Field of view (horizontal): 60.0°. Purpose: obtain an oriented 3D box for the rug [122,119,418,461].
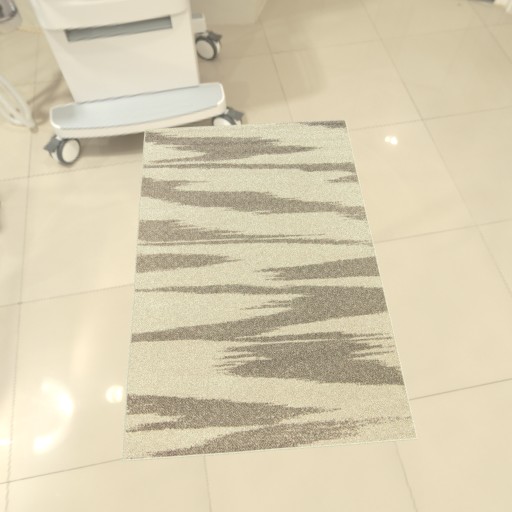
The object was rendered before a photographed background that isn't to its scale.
[{"bbox_3d":[0.000,0.000,2.254,1.225,0.008,1.827,-3,61,-2],"label":"rug"}]
